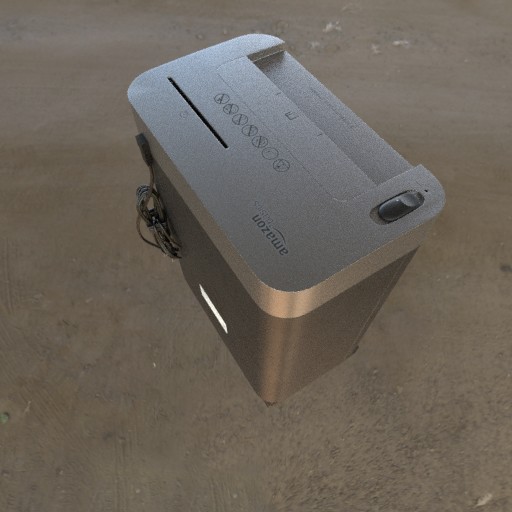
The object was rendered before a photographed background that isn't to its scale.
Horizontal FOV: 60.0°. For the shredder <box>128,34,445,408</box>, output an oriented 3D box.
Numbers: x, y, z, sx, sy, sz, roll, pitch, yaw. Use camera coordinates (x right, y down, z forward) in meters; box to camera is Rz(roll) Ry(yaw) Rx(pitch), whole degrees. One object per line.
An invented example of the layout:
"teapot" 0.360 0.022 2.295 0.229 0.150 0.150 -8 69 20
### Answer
"shredder" 0.000 0.000 0.600 0.237 0.419 0.311 -28 62 -16
